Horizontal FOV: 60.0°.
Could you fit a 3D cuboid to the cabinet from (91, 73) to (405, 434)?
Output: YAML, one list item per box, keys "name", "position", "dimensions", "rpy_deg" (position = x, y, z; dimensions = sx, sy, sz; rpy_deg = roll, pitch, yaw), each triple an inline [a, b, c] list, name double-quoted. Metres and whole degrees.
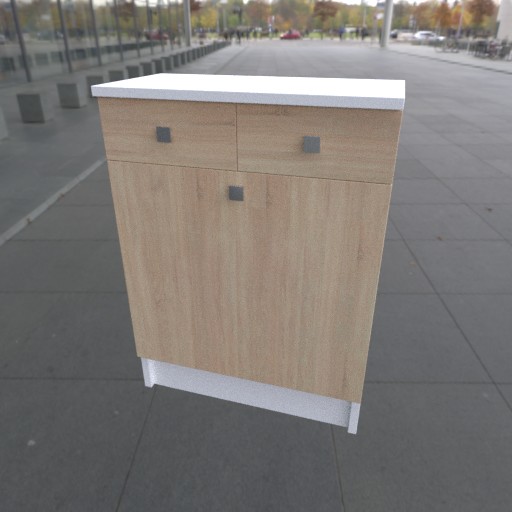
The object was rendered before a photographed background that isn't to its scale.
- name: "cabinet"
  position: [0.000, 0.000, 1.115]
  dimensions: [0.600, 0.815, 0.296]
  rpy_deg: [8, 28, 15]
